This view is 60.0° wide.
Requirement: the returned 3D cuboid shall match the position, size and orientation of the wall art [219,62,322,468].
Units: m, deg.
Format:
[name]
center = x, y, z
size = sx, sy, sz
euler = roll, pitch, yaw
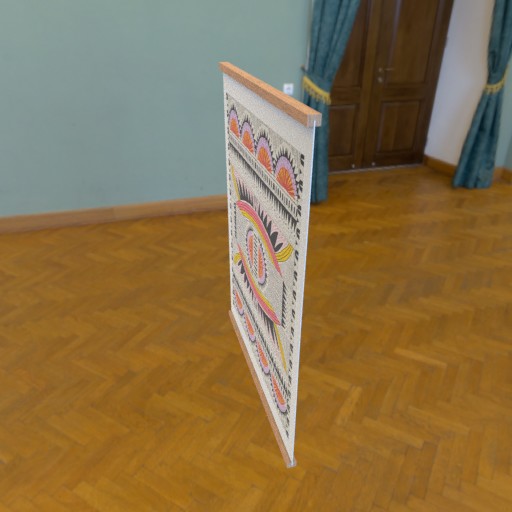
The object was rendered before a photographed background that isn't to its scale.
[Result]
[wall art]
center = 0.000, 0.000, 1.366
size = 0.028, 1.016, 0.765
euler = -8, 31, -14
